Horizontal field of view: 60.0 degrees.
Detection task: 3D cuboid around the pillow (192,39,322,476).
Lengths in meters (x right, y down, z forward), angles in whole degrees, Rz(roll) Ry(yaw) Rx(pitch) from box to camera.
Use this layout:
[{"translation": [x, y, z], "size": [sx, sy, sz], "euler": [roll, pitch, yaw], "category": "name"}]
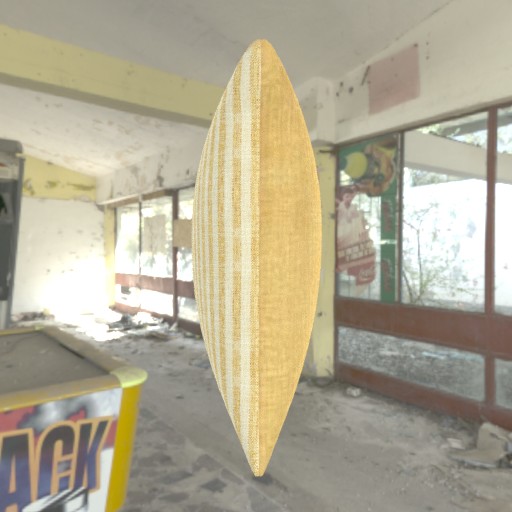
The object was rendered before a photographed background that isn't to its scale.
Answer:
[{"translation": [0.000, 0.000, 0.617], "size": [0.173, 0.407, 0.419], "euler": [0, 0, -1], "category": "pillow"}]
